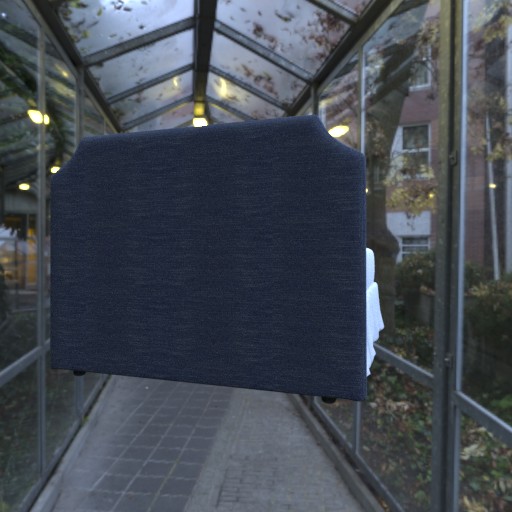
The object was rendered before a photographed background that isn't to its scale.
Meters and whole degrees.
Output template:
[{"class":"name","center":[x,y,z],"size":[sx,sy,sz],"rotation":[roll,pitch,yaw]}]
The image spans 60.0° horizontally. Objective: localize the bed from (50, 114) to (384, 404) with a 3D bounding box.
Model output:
[{"class":"bed","center":[0.000,0.000,3.145],"size":[1.693,1.290,2.116],"rotation":[0,1,19]}]
